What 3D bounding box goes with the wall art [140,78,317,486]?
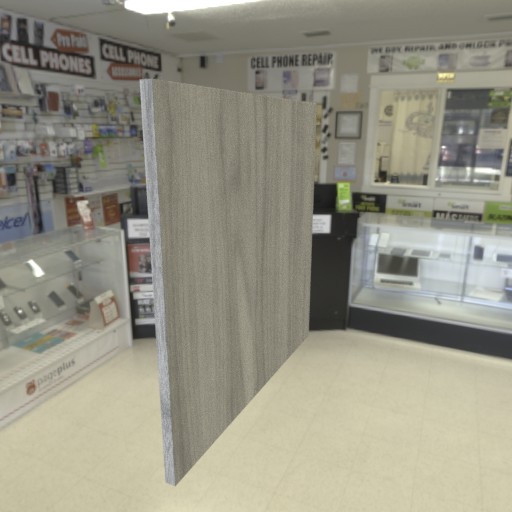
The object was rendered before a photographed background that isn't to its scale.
[{"bbox_3d":[0.000,0.000,0.742,0.016,0.507,0.508,8,18,26],"label":"wall art"}]
